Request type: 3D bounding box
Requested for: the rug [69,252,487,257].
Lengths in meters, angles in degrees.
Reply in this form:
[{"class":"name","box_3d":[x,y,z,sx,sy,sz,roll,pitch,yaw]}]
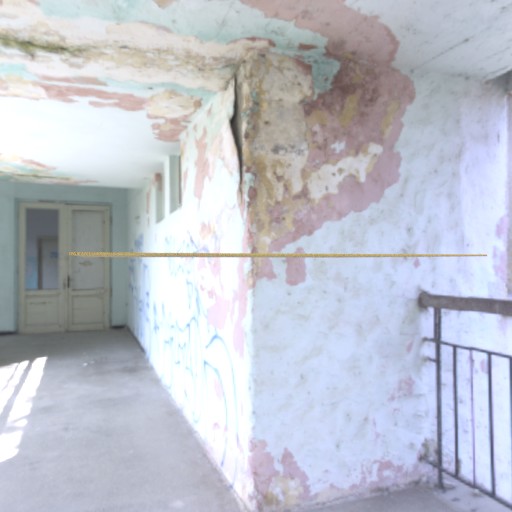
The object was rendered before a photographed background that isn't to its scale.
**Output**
[{"class":"rug","box_3d":[0.000,0.000,4.356,3.242,0.015,2.486,0,-1,-20]}]
